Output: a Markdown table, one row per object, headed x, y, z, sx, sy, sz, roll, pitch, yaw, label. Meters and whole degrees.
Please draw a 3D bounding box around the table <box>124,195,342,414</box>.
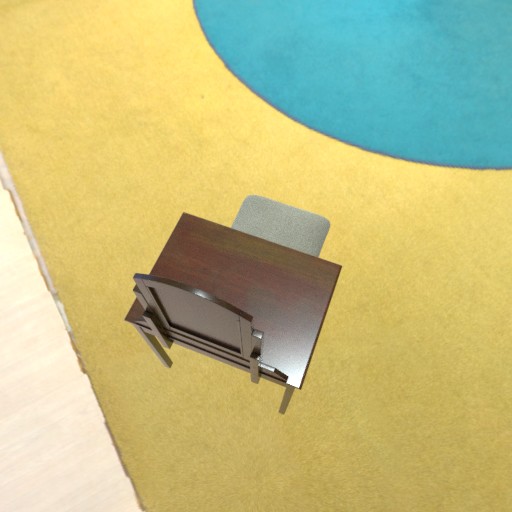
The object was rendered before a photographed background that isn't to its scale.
| x | y | z | sx | sy | sz | roll | pitch | yaw | label |
| --- | --- | --- | --- | --- | --- | --- | --- | --- | --- |
| 0.000 | 0.000 | 2.331 | 0.876 | 1.631 | 1.211 | 19 | 64 | 10 | table |
